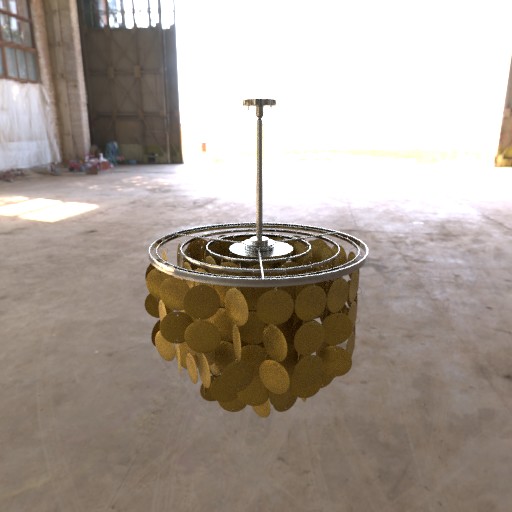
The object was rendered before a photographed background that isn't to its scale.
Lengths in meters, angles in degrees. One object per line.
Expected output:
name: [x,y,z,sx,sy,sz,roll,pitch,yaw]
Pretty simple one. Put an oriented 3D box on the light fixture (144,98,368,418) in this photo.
light fixture: [0.000,0.000,0.738,0.368,0.492,0.368,0,16,0]
